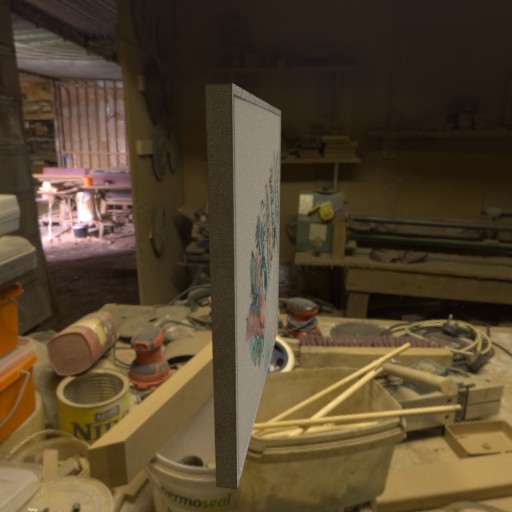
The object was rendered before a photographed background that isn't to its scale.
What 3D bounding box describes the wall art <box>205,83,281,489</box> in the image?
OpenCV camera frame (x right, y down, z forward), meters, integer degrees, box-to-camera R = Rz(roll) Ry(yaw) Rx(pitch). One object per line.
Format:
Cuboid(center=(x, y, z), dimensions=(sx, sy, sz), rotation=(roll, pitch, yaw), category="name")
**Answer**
Cuboid(center=(0.000, 0.000, 0.768), dimensions=(0.029, 0.506, 0.508), rotation=(2, 15, 9), category="wall art")
